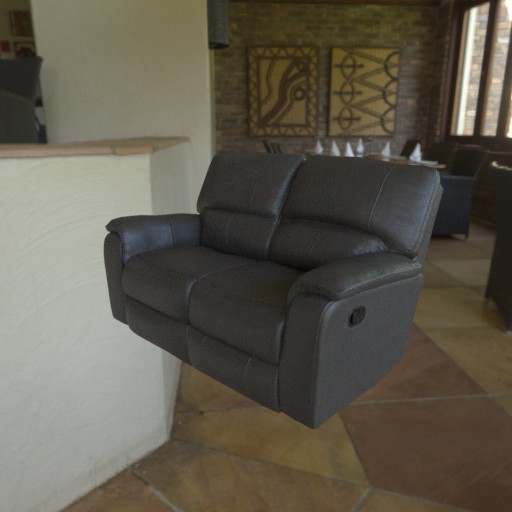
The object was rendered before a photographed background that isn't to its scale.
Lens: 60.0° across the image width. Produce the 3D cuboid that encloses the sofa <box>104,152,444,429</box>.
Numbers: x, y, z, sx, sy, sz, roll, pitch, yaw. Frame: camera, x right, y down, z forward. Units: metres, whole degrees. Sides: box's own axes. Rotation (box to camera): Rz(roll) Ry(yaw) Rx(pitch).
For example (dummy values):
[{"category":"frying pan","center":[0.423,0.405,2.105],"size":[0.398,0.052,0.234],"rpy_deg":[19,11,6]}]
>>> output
[{"category":"sofa","center":[0.000,0.000,2.540],"size":[1.765,1.111,1.104],"rpy_deg":[15,22,42]}]
